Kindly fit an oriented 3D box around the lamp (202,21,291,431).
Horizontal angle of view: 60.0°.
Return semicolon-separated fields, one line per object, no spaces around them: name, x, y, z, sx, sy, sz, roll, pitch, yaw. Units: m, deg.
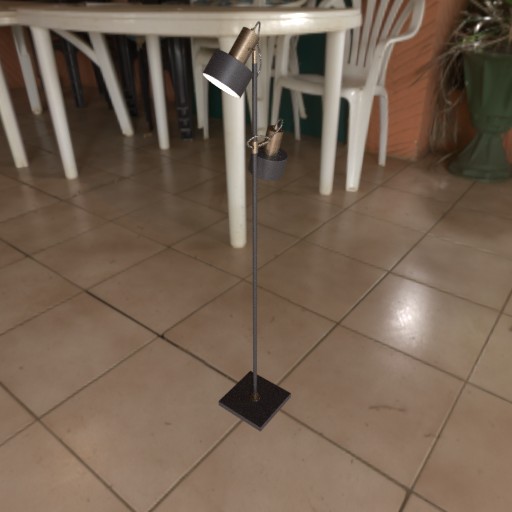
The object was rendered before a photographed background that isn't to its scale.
lamp;0.000;0.000;1.608;0.233;1.505;0.315;21;37;31
